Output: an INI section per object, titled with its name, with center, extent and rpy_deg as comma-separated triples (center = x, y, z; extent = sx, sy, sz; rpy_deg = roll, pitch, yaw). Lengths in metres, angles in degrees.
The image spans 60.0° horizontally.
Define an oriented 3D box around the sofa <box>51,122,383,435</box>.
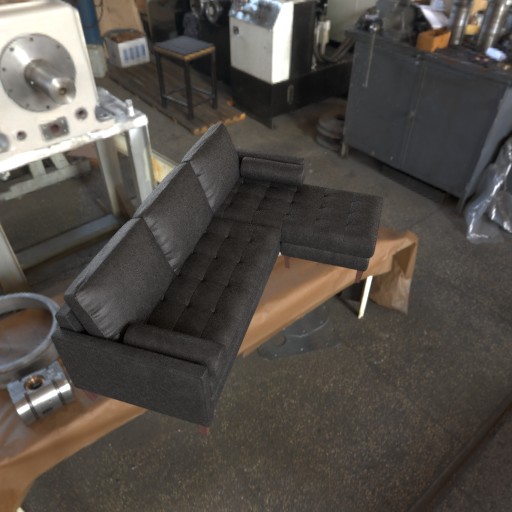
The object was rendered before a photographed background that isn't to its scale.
[sofa]
center = 0.000, 0.000, 2.932
extent = 1.497, 0.876, 2.178
rpy_deg = 12, 42, 13
